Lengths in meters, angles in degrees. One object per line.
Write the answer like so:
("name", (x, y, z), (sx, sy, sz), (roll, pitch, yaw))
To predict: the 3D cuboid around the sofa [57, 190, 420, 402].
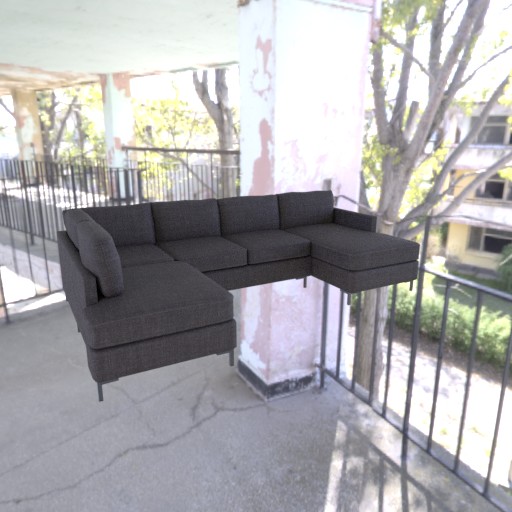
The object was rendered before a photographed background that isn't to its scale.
("sofa", (0.000, 0.000, 4.318), (3.423, 0.999, 2.048), (-8, 17, -28))
